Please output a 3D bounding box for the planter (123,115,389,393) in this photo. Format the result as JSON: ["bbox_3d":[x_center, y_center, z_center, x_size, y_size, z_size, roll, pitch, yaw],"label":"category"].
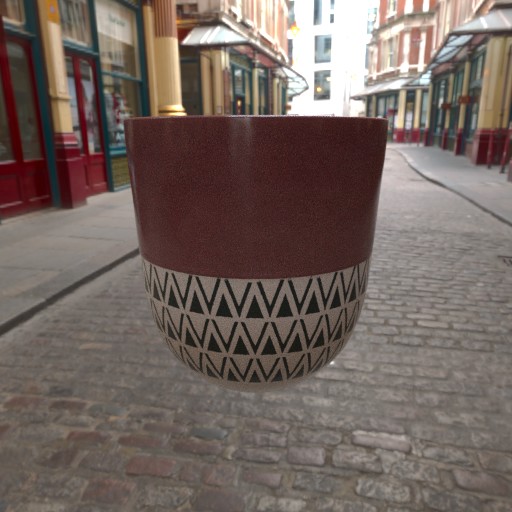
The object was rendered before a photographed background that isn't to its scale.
[{"bbox_3d":[0.000,0.000,0.366,0.195,0.214,0.195,0,15,0],"label":"planter"}]
